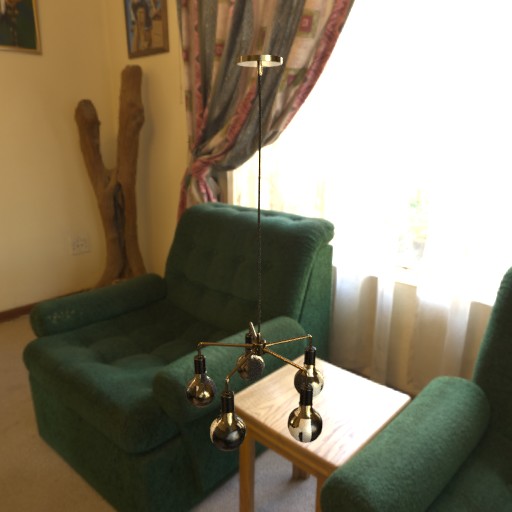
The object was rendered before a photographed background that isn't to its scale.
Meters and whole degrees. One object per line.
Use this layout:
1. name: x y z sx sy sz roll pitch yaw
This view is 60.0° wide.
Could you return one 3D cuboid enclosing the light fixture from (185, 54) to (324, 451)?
1. light fixture: 0.000 0.000 1.196 0.438 0.988 0.421 8 18 26
